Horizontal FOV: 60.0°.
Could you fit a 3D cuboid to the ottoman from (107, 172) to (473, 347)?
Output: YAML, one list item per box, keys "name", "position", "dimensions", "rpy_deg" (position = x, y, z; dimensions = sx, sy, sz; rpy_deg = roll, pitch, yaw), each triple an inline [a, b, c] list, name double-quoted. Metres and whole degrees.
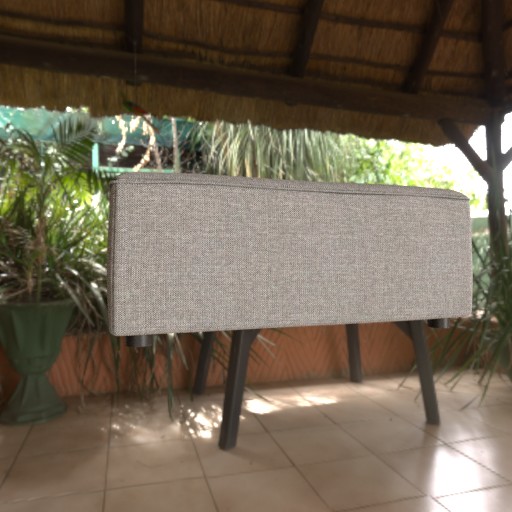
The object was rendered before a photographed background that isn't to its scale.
- name: "ottoman"
  position: [0.000, 0.000, 1.598]
  dimensions: [1.023, 0.423, 1.017]
  rpy_deg: [0, 0, -17]
